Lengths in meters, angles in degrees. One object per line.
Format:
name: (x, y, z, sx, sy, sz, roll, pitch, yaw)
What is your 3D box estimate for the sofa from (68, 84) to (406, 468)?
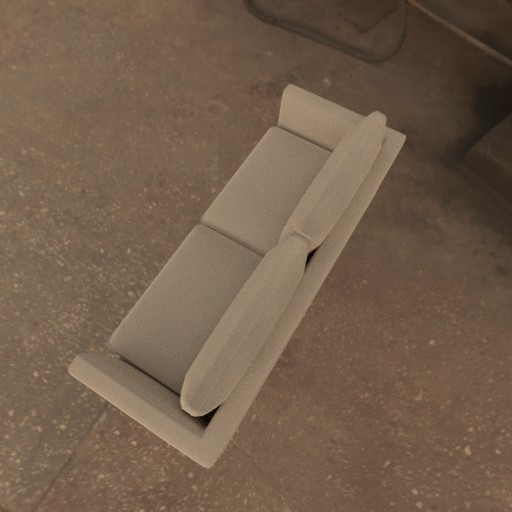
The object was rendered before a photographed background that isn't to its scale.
sofa: (0.000, 0.000, 2.679, 0.868, 1.005, 2.214, 29, 68, 13)
